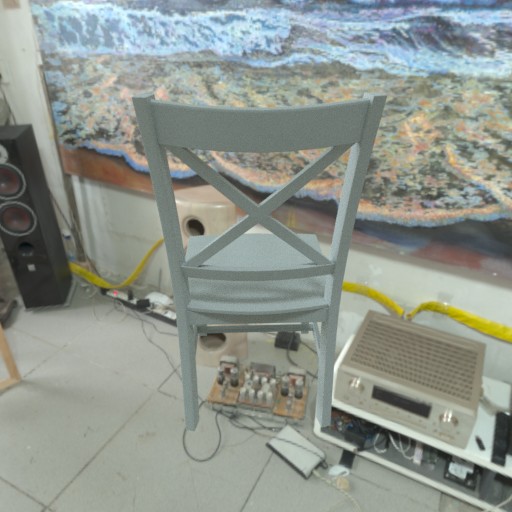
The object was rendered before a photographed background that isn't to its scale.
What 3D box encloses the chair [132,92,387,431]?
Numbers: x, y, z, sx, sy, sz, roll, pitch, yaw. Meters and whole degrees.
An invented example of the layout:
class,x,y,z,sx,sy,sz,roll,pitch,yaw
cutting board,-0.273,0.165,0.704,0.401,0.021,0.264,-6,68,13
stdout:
class,x,y,z,sx,sy,sz,roll,pitch,yaw
chair,0.000,0.000,1.297,0.485,0.983,0.542,-1,30,-2
